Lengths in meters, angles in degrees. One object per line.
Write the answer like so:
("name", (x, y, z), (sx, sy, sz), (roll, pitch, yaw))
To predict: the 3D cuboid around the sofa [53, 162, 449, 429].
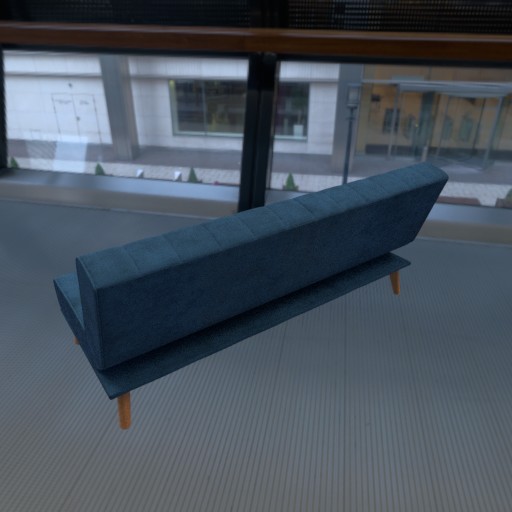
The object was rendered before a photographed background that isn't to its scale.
("sofa", (0.000, 0.000, 2.271), (1.804, 0.813, 0.855), (-19, 34, -30))
